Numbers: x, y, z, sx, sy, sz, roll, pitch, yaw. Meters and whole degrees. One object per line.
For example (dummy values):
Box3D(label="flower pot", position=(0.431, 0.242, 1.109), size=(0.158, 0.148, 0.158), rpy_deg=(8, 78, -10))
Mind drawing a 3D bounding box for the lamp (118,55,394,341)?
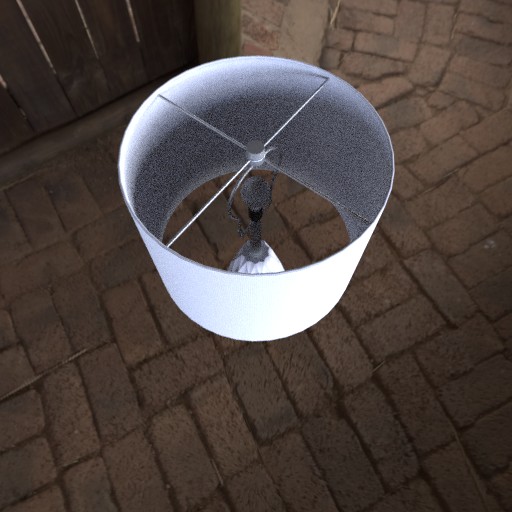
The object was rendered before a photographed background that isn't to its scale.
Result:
Box3D(label="lamp", position=(0.000, 0.000, 0.709), size=(0.297, 0.522, 0.297), rpy_deg=(0, 64, 0))
